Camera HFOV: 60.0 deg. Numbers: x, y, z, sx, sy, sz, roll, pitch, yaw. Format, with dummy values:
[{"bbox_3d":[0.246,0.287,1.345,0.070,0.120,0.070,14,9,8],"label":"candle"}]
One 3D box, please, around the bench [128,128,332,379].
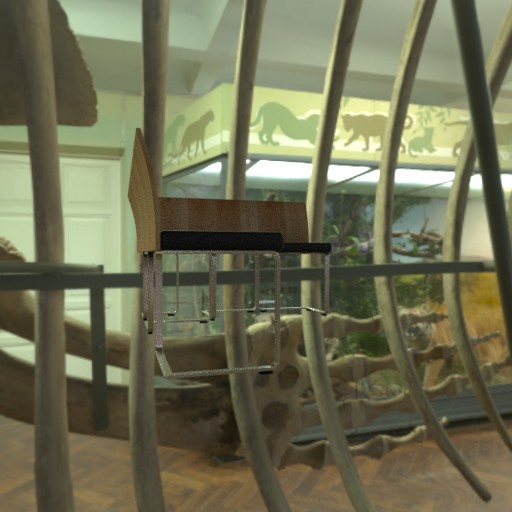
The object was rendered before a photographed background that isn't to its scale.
[{"bbox_3d":[0.000,0.000,2.739,1.495,0.930,1.945,0,0,-17],"label":"bench"}]
